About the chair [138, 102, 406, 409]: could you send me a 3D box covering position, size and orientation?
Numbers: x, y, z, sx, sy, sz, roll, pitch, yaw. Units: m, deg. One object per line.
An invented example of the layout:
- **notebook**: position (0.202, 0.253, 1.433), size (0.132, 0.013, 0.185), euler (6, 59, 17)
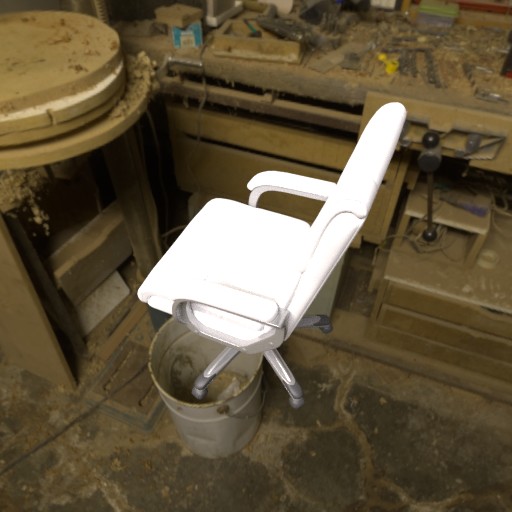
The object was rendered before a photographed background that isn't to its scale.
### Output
- **chair**: position (0.000, 0.000, 1.568), size (0.738, 1.120, 0.687), euler (17, 49, 16)
